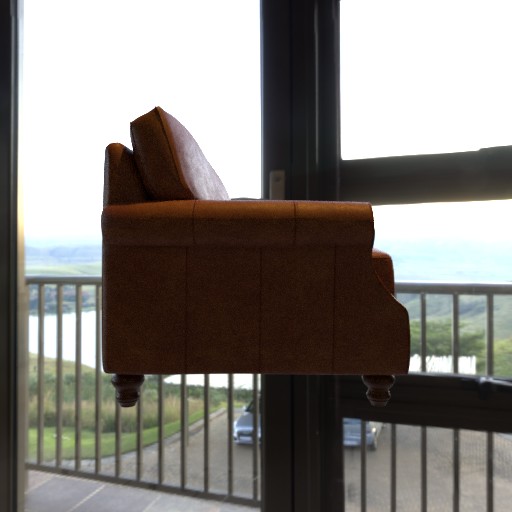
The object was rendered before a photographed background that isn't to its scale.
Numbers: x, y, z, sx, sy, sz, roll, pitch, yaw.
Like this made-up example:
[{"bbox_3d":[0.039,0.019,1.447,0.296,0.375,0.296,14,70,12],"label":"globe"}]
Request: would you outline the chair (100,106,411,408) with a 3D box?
[{"bbox_3d":[0.000,0.000,1.768,0.986,0.962,0.983,0,-1,-1],"label":"chair"}]
